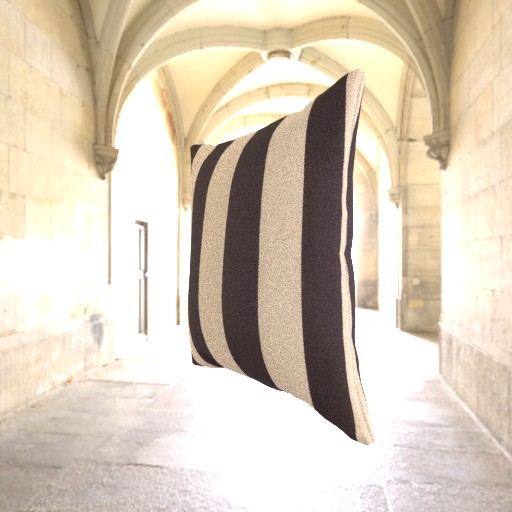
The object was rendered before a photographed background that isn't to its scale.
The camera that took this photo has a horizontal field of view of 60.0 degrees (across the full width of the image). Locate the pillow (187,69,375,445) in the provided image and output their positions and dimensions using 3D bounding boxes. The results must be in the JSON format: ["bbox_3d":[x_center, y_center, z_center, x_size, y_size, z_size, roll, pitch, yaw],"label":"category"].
[{"bbox_3d":[0.000,0.000,0.823,0.189,0.526,0.536,0,0,-36],"label":"pillow"}]
